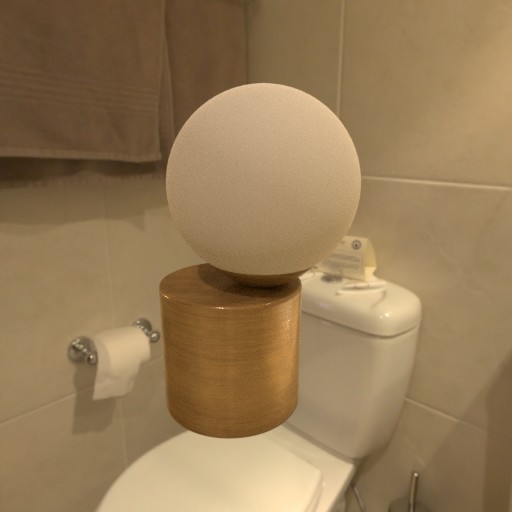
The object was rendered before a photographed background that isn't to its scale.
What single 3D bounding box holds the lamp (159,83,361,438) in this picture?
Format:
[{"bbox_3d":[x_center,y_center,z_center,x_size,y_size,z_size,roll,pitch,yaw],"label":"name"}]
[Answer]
[{"bbox_3d":[0.000,0.000,0.344,0.152,0.250,0.141,2,16,7],"label":"lamp"}]
